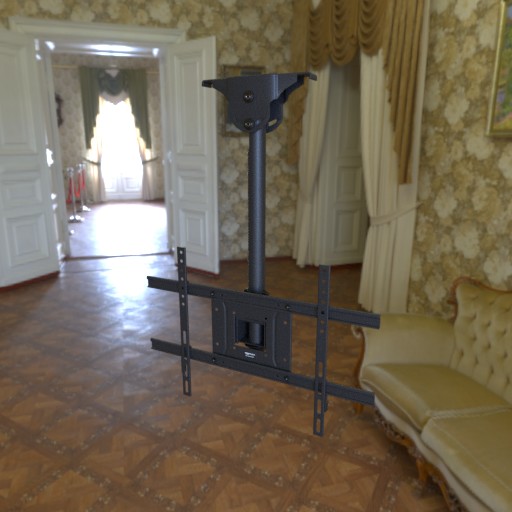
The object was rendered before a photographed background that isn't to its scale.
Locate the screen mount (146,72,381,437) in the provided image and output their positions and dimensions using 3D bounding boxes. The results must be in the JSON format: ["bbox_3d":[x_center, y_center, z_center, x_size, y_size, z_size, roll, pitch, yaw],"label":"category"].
[{"bbox_3d":[0.000,0.000,1.026,0.595,0.775,0.090,7,16,27],"label":"screen mount"}]
